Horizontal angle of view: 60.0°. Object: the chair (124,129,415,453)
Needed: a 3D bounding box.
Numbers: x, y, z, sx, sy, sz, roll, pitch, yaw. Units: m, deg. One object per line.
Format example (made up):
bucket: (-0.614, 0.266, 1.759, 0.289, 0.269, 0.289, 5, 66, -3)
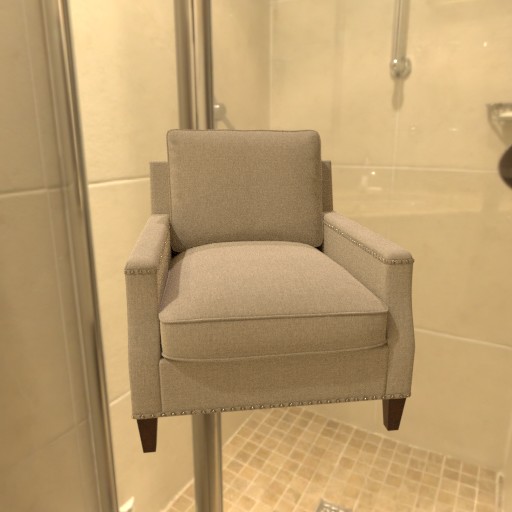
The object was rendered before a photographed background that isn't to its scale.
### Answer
chair: (0.000, 0.000, 1.686, 0.853, 0.943, 1.014, -2, 15, -7)
